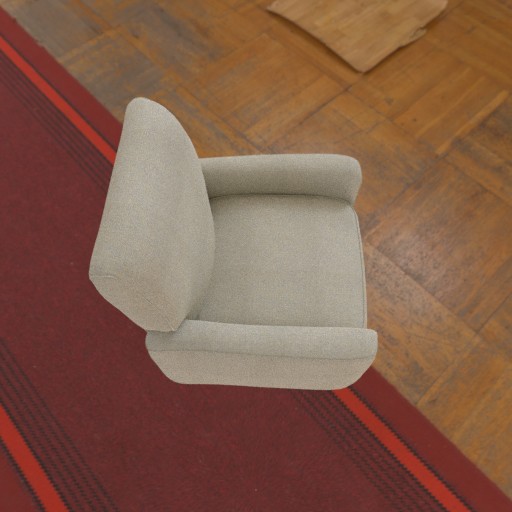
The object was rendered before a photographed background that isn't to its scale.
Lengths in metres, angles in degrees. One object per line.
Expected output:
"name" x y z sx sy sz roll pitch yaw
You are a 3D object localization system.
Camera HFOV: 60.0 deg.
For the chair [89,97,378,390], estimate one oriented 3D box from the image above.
"chair" 0.000 0.000 1.666 0.853 1.006 0.850 2 62 1
